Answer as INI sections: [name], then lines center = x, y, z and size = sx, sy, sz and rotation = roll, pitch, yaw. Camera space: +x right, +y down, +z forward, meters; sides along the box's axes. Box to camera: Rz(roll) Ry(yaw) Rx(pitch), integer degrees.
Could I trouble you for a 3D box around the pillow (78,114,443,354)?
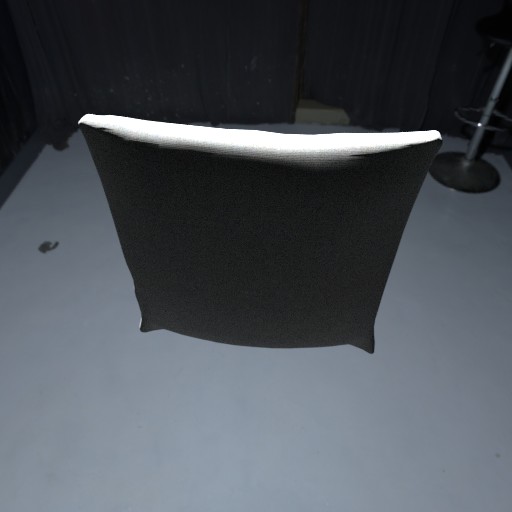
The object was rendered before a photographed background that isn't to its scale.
[pillow]
center = 0.000, 0.000, 0.770
size = 0.496, 0.491, 0.219
rotation = 4, 46, 4
